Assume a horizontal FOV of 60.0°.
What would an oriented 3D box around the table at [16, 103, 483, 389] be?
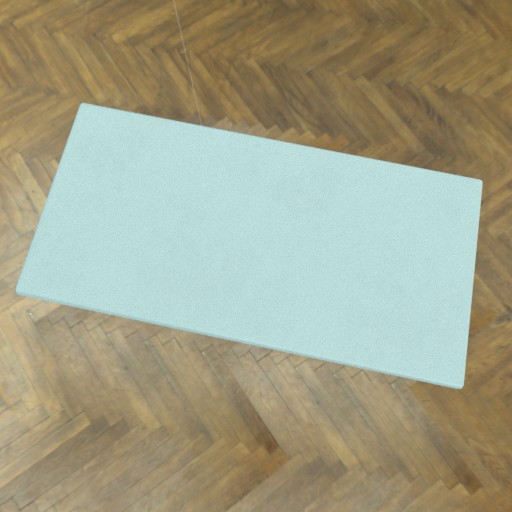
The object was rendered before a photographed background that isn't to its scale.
[{"bbox_3d":[0.000,0.000,1.425,1.171,0.487,0.580,12,76,3],"label":"table"}]
